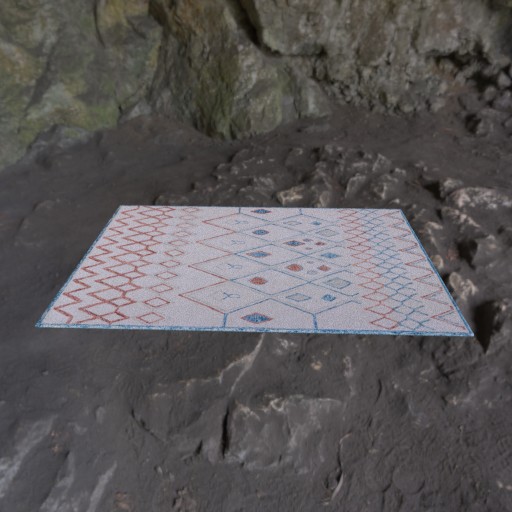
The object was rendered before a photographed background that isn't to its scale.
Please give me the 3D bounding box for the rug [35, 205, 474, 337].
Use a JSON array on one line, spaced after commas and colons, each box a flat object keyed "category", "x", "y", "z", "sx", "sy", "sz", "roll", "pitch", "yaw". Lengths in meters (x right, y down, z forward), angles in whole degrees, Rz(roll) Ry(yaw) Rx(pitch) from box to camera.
[{"category": "rug", "x": 0.000, "y": 0.000, "z": 2.364, "sx": 1.829, "sy": 0.016, "sz": 1.219, "roll": 1, "pitch": 31, "yaw": 2}]
